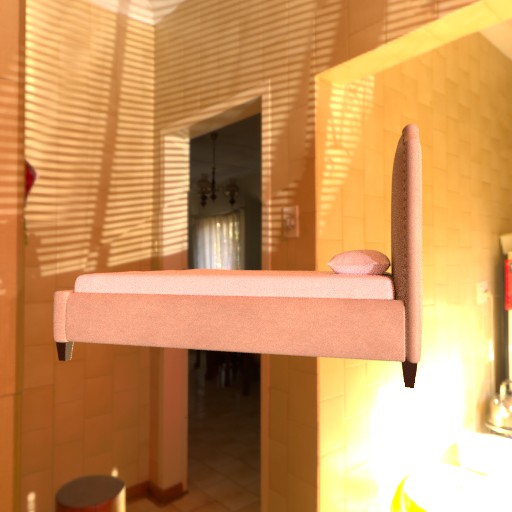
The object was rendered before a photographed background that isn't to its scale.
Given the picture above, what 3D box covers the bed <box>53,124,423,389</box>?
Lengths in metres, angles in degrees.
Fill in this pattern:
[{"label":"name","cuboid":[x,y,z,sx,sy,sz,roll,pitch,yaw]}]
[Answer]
[{"label":"bed","cuboid":[0.000,0.000,3.457,2.372,1.443,1.712,0,-1,17]}]
